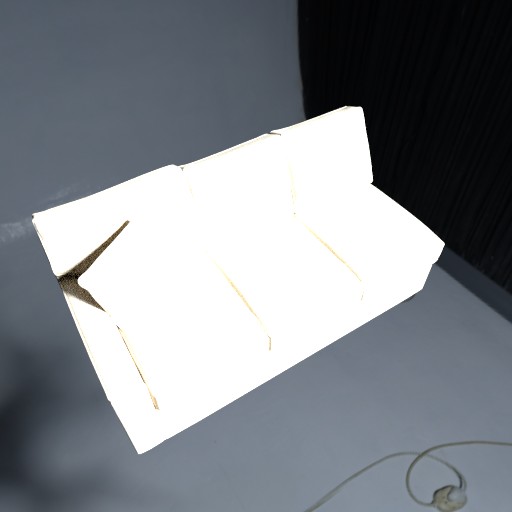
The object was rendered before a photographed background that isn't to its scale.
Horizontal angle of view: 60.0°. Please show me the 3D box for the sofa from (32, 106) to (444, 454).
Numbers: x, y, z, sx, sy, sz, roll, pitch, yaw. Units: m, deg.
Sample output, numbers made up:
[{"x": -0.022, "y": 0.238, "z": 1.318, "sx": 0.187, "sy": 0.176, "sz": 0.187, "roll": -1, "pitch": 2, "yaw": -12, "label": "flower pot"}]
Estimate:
[{"x": 0.000, "y": 0.000, "z": 2.465, "sx": 1.962, "sy": 0.946, "sz": 1.034, "roll": -25, "pitch": 51, "yaw": -22, "label": "sofa"}]
